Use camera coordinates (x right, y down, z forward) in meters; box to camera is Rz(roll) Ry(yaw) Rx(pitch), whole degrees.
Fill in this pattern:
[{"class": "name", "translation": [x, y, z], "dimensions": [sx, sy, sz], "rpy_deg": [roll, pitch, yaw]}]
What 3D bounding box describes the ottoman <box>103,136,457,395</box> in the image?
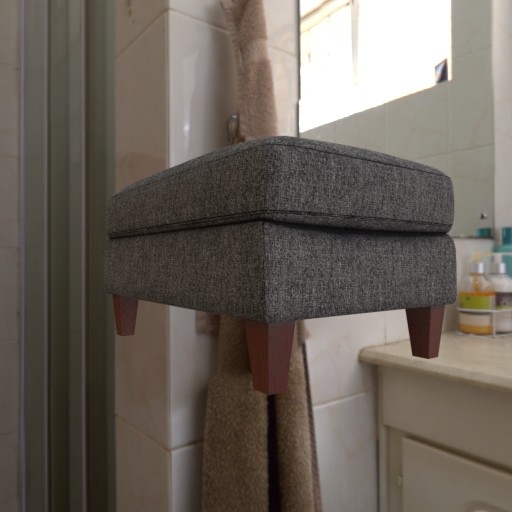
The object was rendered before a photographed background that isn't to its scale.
[{"class": "ottoman", "translation": [0.000, 0.000, 1.215], "dimensions": [0.584, 0.483, 0.864], "rpy_deg": [0, -1, -36]}]
